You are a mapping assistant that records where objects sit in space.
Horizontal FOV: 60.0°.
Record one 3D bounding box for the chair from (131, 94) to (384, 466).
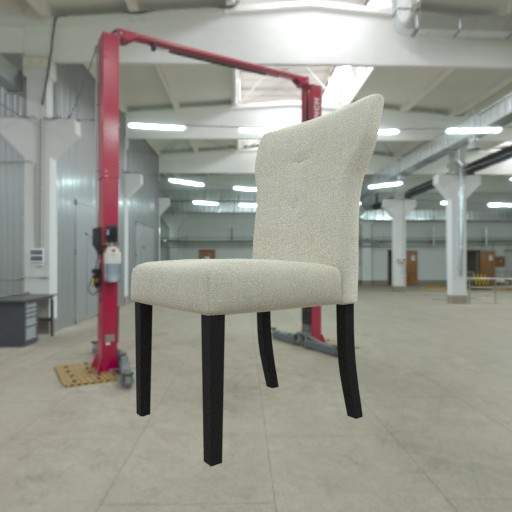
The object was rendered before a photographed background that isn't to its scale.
[{"bbox_3d":[0.000,0.000,1.288,0.597,0.921,0.509,0,-1,-37],"label":"chair"}]
